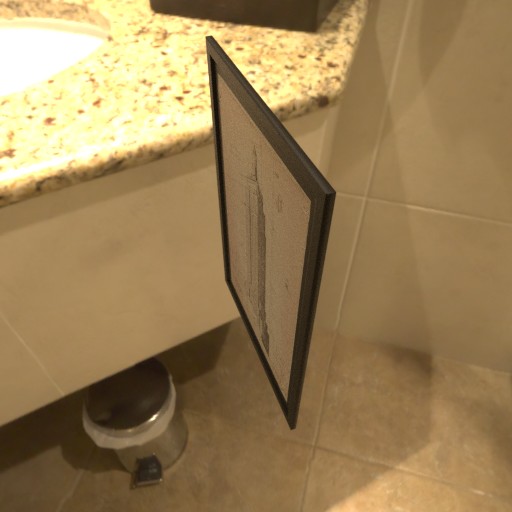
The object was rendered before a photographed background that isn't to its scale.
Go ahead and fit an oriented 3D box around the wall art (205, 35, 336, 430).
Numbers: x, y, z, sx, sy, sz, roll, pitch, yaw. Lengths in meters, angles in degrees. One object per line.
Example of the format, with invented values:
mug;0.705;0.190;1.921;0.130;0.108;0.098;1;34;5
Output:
wall art;0.000;0.000;0.863;0.012;0.661;0.451;-16;50;-14
